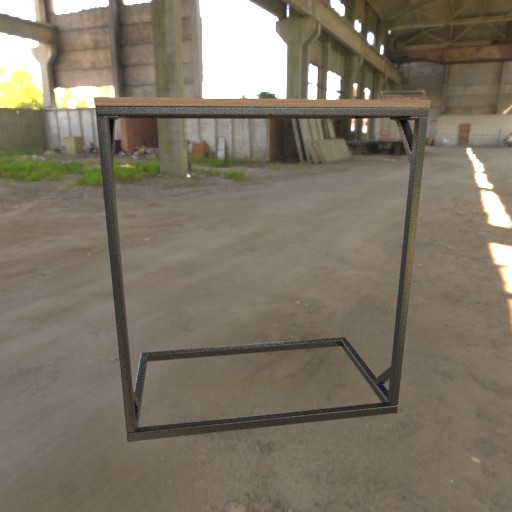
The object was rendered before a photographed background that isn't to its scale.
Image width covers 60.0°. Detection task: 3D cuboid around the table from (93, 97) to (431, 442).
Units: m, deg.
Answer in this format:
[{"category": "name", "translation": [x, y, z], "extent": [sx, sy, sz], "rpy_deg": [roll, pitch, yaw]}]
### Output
[{"category": "table", "translation": [0.000, 0.000, 1.033], "extent": [0.597, 0.673, 0.351], "rpy_deg": [-3, 17, -9]}]
